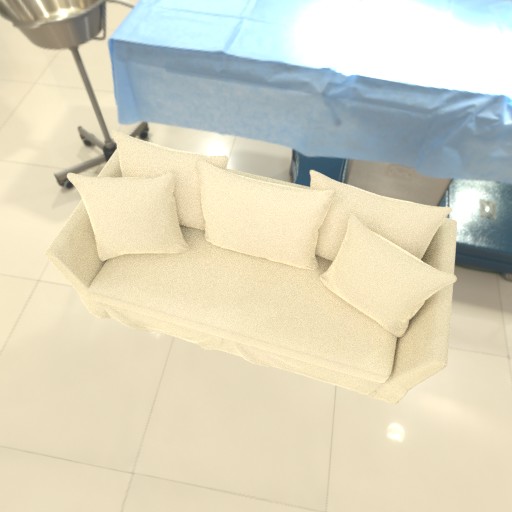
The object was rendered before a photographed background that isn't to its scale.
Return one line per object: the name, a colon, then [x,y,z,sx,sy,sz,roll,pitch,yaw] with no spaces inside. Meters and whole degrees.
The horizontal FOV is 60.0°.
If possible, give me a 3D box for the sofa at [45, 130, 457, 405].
sofa: [0.000,0.000,2.819,2.290,1.034,1.031,14,57,9]
